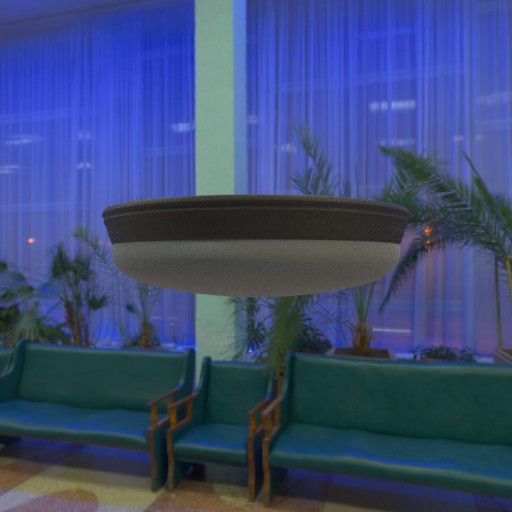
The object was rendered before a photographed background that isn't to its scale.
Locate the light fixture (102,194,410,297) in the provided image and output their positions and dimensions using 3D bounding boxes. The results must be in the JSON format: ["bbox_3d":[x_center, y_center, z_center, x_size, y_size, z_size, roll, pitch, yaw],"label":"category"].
[{"bbox_3d":[0.000,0.000,0.560,0.368,0.100,0.368,0,-1,0],"label":"light fixture"}]
